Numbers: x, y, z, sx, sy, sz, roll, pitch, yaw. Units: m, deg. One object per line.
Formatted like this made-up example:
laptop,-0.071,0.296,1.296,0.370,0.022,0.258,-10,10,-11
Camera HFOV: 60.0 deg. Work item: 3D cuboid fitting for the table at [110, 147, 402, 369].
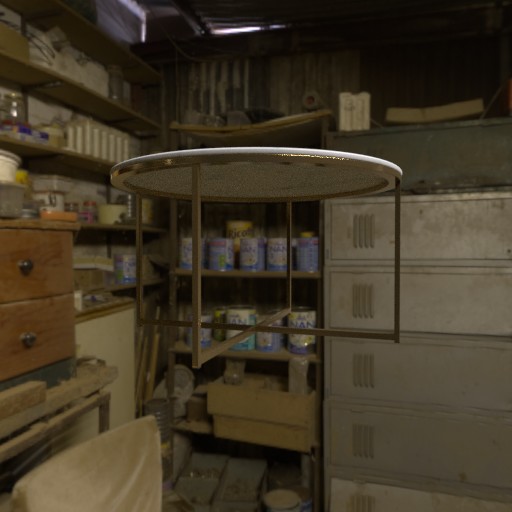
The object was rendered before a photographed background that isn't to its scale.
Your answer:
table,0.000,0.000,1.282,0.800,0.450,0.800,0,1,0
